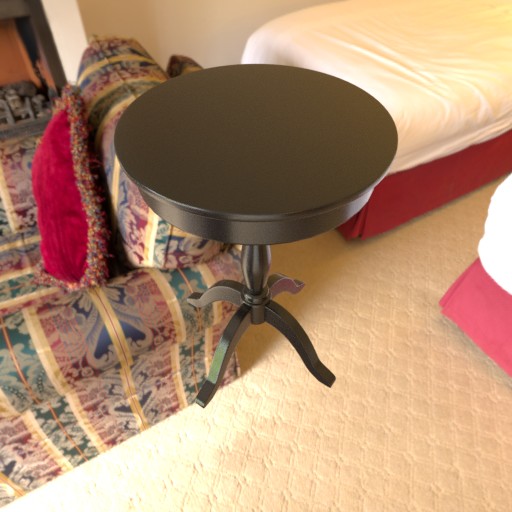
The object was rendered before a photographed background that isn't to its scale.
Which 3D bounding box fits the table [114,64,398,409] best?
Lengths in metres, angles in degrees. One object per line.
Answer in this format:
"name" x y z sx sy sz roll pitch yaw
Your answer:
"table" 0.000 0.000 0.999 0.481 0.665 0.481 0 46 0
